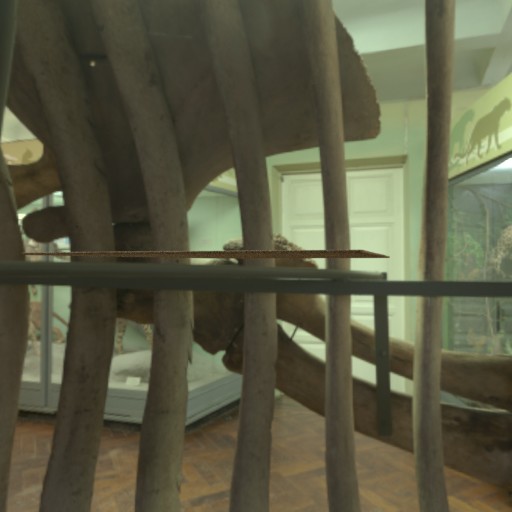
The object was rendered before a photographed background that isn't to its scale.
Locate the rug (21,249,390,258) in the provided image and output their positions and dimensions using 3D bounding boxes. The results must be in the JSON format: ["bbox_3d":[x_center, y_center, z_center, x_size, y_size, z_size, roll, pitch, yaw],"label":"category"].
[{"bbox_3d":[0.000,0.000,2.783,1.566,0.013,2.141,0,-1,18],"label":"rug"}]
